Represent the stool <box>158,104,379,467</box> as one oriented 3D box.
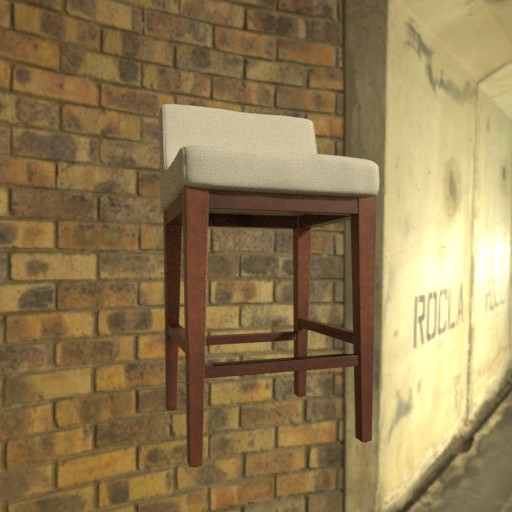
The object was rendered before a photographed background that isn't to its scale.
[{"bbox_3d":[0.000,0.000,1.255,0.511,0.937,0.500,0,-1,-18],"label":"stool"}]
